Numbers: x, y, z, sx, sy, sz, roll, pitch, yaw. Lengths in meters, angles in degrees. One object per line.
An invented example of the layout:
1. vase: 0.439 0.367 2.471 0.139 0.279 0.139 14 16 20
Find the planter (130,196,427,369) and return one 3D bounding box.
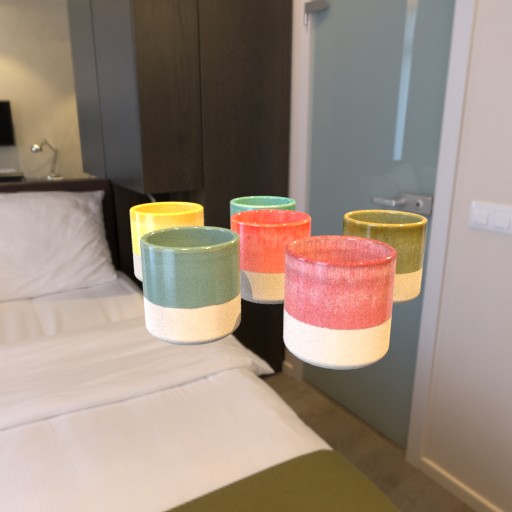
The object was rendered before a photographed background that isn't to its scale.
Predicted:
1. planter: 0.000 0.000 0.420 0.286 0.075 0.257 8 18 26
